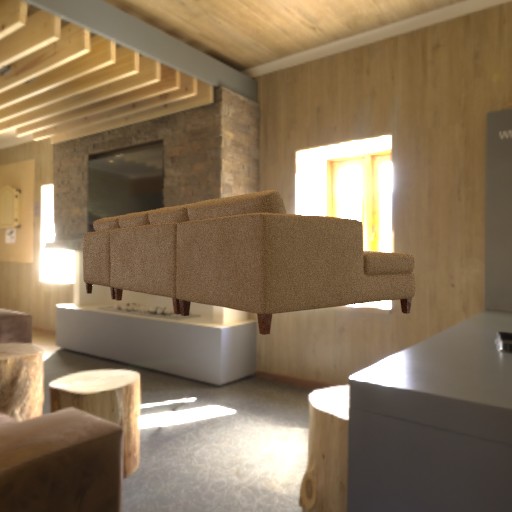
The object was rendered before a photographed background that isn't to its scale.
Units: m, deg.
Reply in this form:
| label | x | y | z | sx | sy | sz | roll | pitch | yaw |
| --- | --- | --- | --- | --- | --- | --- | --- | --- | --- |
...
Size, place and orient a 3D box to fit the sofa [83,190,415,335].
| label | x | y | z | sx | sy | sz | roll | pitch | yaw |
| --- | --- | --- | --- | --- | --- | --- | --- | --- | --- |
| sofa | 0.000 | 0.000 | 4.639 | 2.551 | 0.889 | 3.403 | 0 | 1 | -38 |
